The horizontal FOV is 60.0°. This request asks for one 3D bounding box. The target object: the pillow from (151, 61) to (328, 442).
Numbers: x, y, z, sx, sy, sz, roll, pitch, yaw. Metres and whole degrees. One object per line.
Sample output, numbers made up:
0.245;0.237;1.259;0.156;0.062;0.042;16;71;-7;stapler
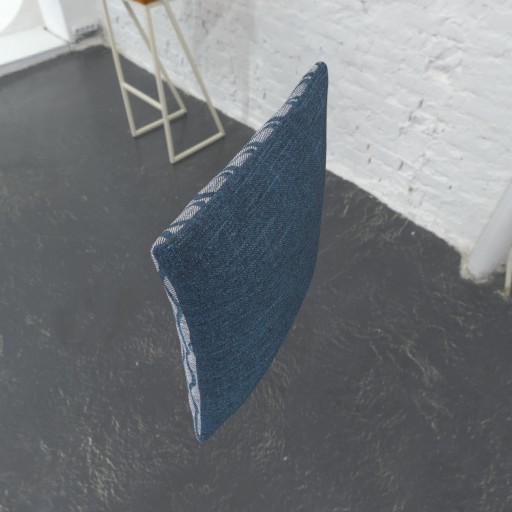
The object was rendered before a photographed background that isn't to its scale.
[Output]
0.000;0.000;0.672;0.159;0.435;0.435;18;50;16;pillow
